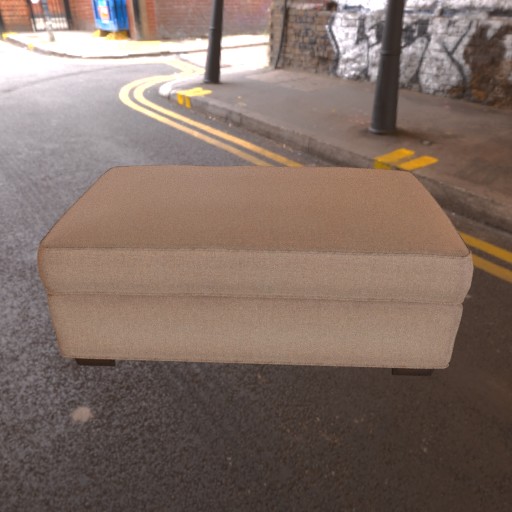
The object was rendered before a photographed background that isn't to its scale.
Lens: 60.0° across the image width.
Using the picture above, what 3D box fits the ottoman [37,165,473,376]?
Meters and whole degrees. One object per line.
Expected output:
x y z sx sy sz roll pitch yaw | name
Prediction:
0.000 0.000 1.414 1.097 0.448 0.617 1 31 2 | ottoman
